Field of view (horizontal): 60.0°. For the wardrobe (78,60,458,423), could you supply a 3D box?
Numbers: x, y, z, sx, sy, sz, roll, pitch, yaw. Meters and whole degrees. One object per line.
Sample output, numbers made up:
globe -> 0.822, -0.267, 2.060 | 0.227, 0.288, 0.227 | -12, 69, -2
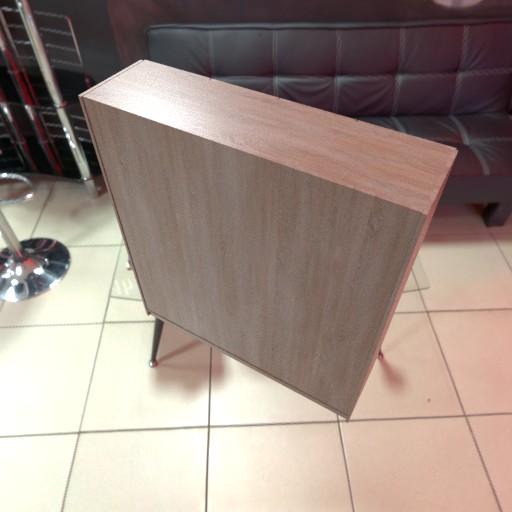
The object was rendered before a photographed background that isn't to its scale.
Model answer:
wardrobe -> 0.000, 0.000, 3.149 | 1.998, 2.159, 0.598 | 23, 52, 20
